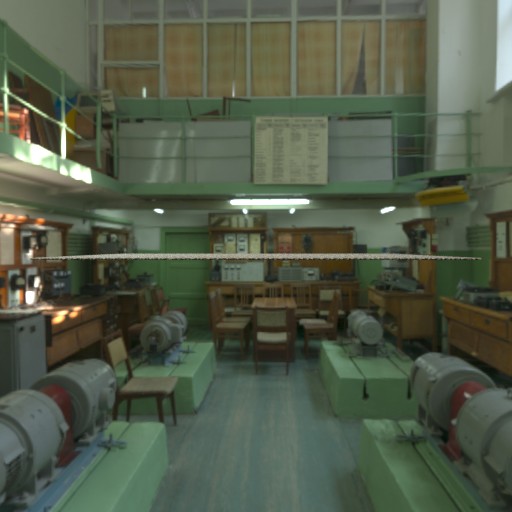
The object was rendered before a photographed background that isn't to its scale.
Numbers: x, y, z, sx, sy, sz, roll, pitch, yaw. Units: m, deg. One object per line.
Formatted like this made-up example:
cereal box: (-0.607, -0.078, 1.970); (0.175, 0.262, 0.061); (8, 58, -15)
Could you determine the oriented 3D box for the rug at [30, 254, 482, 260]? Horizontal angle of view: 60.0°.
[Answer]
rug: (0.000, 0.000, 2.375); (1.828, 0.008, 1.219); (0, 1, 0)
